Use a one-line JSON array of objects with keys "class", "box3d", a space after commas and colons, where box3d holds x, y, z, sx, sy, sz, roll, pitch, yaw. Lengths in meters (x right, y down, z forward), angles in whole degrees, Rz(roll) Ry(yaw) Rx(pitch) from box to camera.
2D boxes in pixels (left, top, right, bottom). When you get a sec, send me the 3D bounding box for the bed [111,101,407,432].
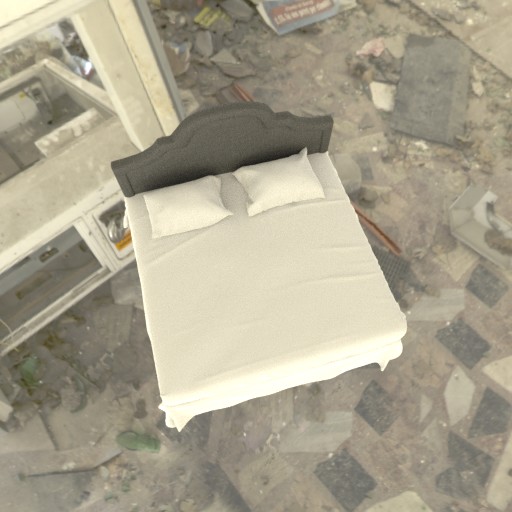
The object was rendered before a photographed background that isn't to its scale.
[{"class": "bed", "box3d": [0.000, 0.000, 3.783, 2.303, 1.631, 2.222, -14, 64, -7]}]
